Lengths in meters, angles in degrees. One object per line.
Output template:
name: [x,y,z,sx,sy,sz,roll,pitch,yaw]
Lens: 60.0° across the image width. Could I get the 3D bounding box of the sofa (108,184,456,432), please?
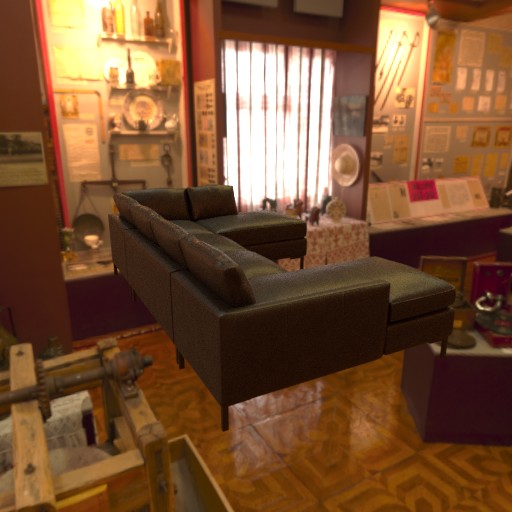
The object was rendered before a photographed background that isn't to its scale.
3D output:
sofa: [0.000,0.000,3.801,1.939,0.900,2.956,-8,18,-27]
